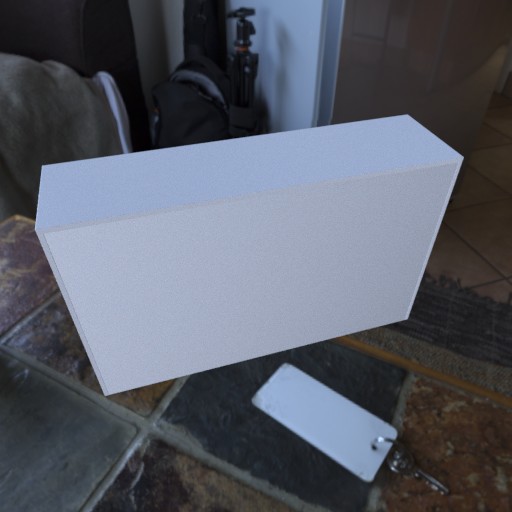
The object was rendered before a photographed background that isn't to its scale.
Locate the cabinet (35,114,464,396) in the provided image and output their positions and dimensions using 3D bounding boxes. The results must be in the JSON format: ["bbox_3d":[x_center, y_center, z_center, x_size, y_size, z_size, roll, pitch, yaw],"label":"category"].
[{"bbox_3d":[0.000,0.000,1.874,1.450,0.900,0.380,-11,43,-13],"label":"cabinet"}]
